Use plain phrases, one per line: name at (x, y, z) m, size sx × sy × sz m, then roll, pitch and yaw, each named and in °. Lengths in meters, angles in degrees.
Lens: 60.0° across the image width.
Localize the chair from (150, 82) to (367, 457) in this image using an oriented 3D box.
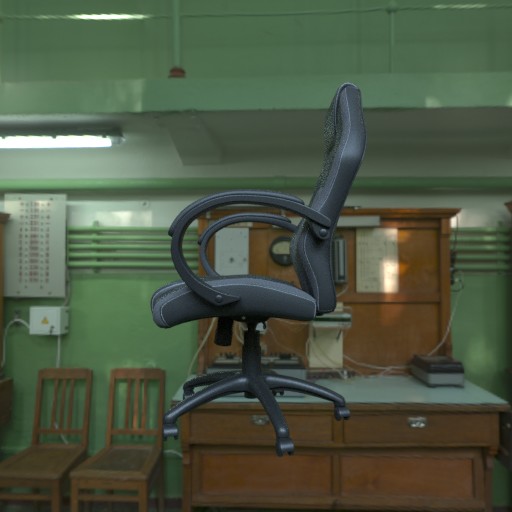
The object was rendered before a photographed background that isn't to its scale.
chair at (0.000, 0.000, 1.623) m, size 0.724 × 1.187 × 0.673 m, roll 0°, pitch -1°, yaw 1°
